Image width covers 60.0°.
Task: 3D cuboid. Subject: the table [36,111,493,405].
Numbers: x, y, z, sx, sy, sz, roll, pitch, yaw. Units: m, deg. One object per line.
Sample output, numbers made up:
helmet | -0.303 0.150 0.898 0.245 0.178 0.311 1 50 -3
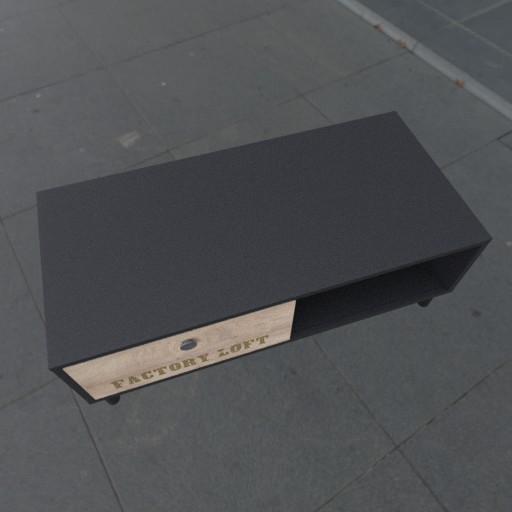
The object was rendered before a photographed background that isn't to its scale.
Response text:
table | 0.000 0.000 1.341 1.100 0.400 0.550 -15 58 -10
